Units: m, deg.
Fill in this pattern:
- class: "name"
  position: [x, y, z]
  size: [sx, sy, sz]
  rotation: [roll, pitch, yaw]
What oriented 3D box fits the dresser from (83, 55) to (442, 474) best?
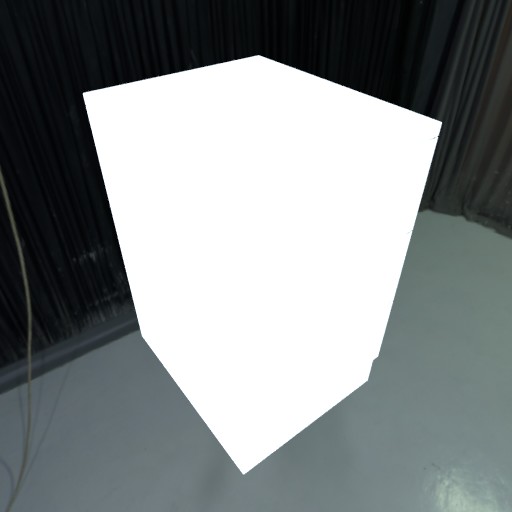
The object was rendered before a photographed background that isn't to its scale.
- class: "dresser"
  position: [0.000, 0.000, 0.814]
  size: [0.360, 0.560, 0.400]
  rotation: [-26, 46, -28]
